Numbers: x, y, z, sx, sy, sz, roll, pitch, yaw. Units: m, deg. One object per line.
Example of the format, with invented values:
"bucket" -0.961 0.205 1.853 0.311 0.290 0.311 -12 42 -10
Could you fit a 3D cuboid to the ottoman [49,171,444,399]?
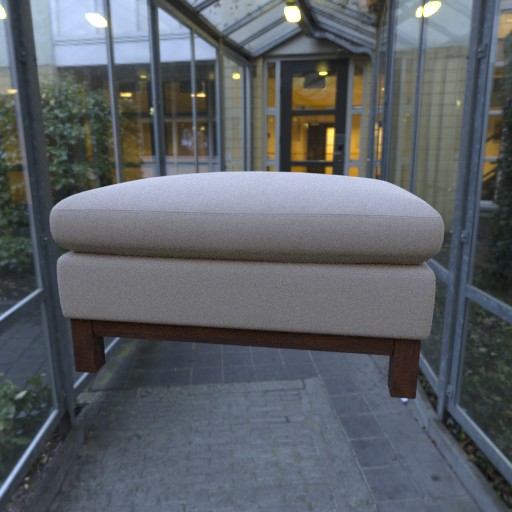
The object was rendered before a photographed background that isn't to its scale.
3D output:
"ottoman" 0.000 0.000 1.128 0.771 0.420 0.606 2 14 9
